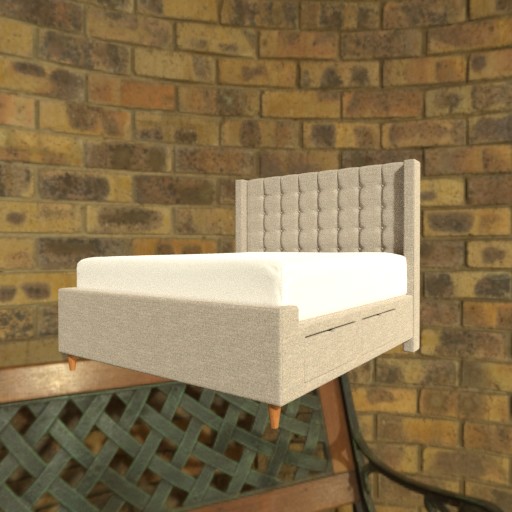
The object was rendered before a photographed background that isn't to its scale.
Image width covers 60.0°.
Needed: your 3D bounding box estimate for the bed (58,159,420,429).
[{"bbox_3d":[0.000,0.000,3.752,2.044,1.748,2.372,1,1,36],"label":"bed"}]
